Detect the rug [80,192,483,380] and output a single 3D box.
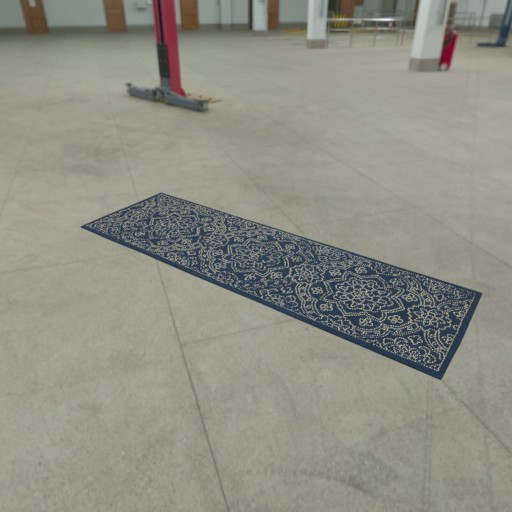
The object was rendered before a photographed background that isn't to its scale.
[{"bbox_3d":[0.000,0.000,2.716,2.448,0.012,0.769,20,36,30],"label":"rug"}]
